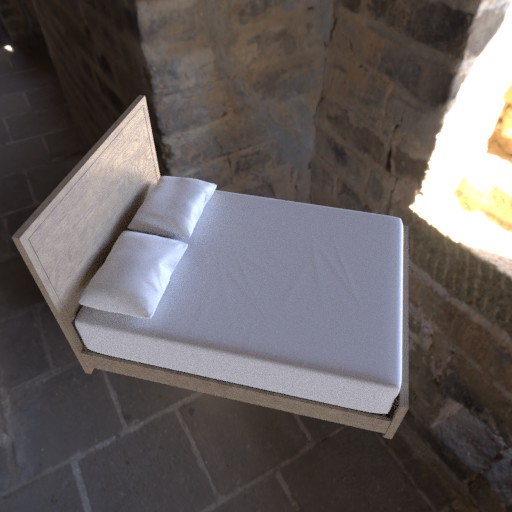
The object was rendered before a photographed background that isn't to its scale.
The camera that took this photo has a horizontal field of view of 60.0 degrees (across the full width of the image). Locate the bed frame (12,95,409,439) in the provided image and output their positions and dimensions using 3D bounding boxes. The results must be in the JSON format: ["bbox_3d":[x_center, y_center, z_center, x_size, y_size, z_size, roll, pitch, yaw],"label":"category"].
[{"bbox_3d":[0.000,0.000,3.125,2.189,1.369,1.606,10,47,9],"label":"bed frame"}]
